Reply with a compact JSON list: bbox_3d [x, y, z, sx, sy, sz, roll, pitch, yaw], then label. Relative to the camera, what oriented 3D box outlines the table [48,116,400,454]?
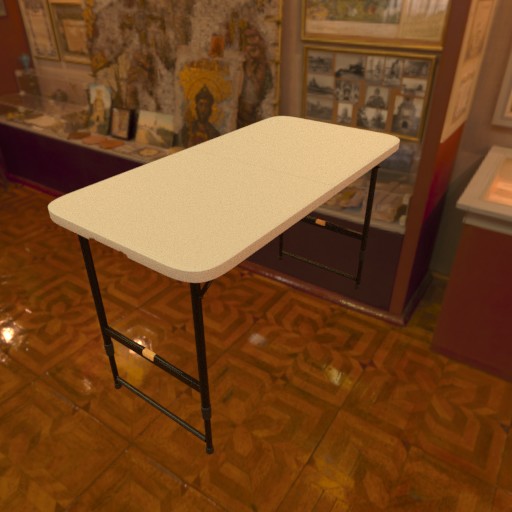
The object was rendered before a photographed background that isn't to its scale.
[{"bbox_3d":[0.000,0.000,1.700,0.611,0.737,1.245,21,38,30],"label":"table"}]
